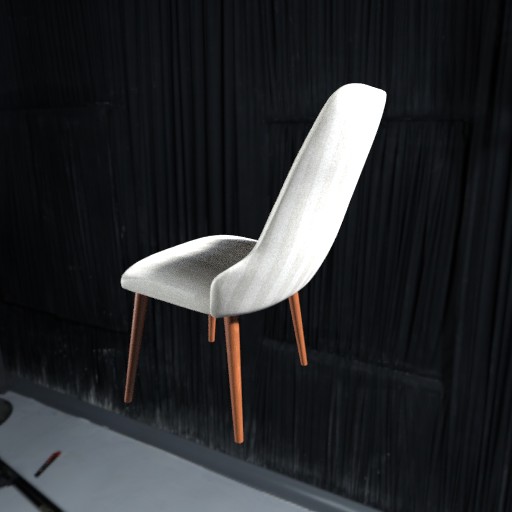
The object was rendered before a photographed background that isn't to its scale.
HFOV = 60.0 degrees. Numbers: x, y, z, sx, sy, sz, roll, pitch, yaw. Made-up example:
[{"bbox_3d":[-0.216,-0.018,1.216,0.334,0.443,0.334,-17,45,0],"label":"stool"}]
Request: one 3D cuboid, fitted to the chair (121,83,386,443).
[{"bbox_3d":[0.000,0.000,1.328,0.684,0.917,0.526,8,17,27],"label":"chair"}]
